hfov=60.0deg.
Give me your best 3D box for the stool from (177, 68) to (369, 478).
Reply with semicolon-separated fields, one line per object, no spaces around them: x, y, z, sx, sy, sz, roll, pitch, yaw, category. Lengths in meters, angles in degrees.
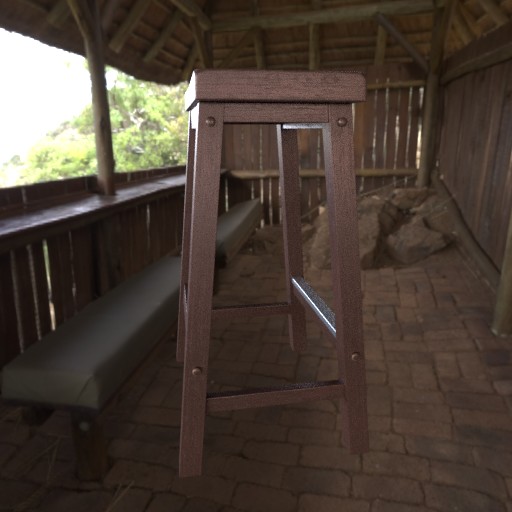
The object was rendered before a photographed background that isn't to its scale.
0.000;0.000;0.843;0.322;0.610;0.406;-3;16;-10;stool
